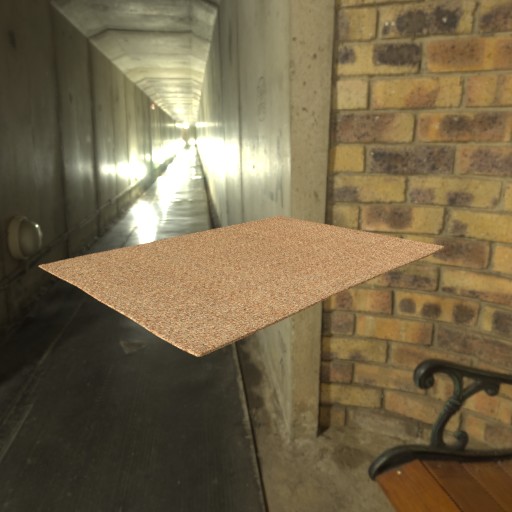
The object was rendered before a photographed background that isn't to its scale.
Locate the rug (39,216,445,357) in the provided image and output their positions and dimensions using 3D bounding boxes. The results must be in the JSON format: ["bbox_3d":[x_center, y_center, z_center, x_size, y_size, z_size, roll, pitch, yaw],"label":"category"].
[{"bbox_3d":[0.000,0.000,2.839,1.566,0.013,2.141,16,23,42],"label":"rug"}]
